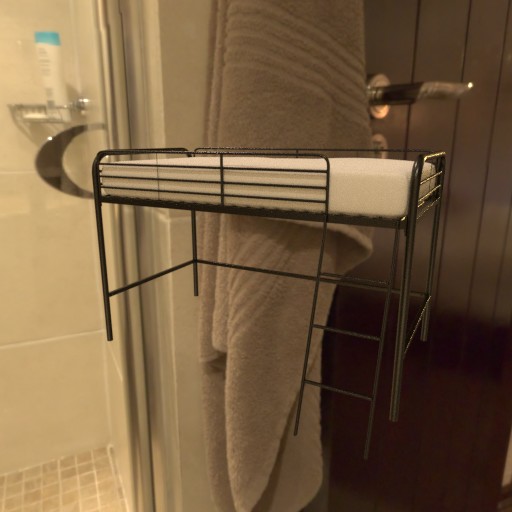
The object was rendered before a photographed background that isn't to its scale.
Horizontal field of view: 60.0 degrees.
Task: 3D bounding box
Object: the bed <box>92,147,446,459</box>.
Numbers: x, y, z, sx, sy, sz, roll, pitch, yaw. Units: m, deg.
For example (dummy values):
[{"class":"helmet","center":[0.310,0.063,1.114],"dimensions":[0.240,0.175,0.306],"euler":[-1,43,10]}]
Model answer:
[{"class":"bed","center":[0.000,0.000,2.780],"dimensions":[1.968,1.289,1.393],"euler":[8,17,27]}]
